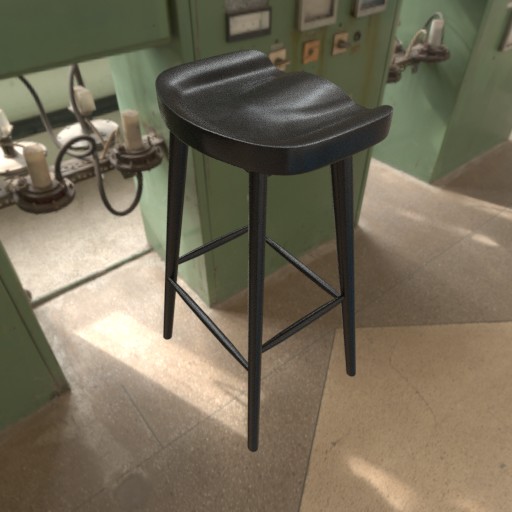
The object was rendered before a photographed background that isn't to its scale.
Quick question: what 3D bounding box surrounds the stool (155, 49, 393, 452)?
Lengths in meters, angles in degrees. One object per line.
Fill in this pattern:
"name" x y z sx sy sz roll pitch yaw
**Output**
"stool" 0.000 0.000 1.004 0.361 0.749 0.440 -27 49 -27
